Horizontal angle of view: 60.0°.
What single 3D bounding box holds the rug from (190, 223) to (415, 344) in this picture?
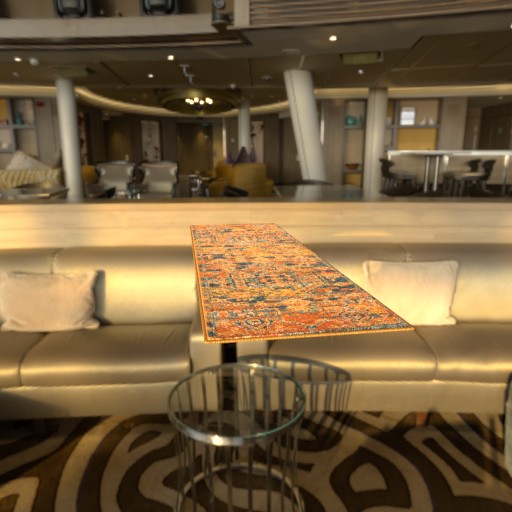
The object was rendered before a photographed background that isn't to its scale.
[{"bbox_3d":[0.000,0.000,2.000,0.556,0.013,1.820,-2,13,-9],"label":"rug"}]
